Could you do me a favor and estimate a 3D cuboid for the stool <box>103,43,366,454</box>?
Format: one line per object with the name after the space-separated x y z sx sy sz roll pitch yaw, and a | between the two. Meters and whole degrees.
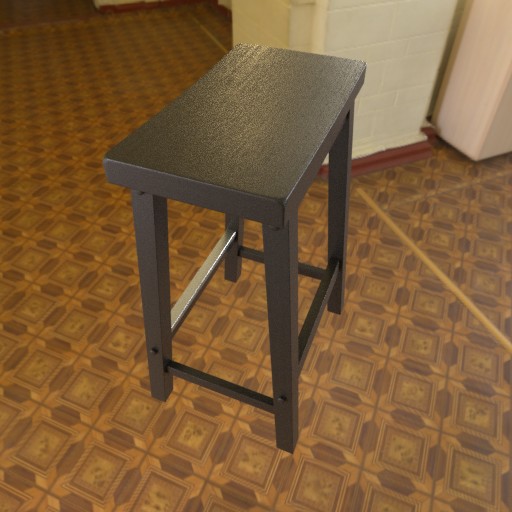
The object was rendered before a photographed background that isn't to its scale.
0.000 0.000 0.835 0.322 0.610 0.406 16 47 16 | stool
